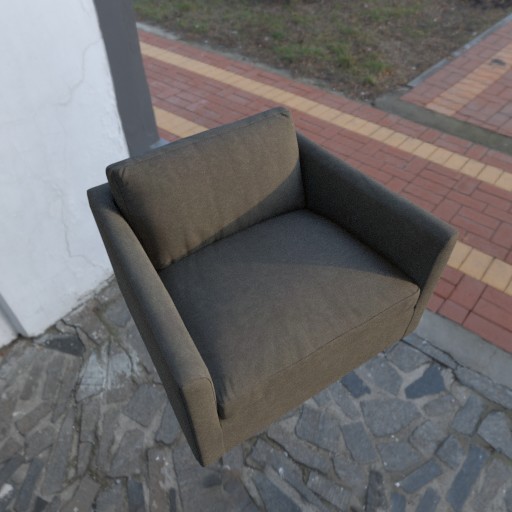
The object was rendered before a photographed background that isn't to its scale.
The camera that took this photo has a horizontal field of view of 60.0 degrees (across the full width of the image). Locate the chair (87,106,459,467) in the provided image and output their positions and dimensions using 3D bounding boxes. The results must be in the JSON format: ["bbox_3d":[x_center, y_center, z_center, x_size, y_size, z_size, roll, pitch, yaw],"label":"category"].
[{"bbox_3d":[0.000,0.000,1.938,1.190,0.845,1.091,-25,51,-22],"label":"chair"}]
